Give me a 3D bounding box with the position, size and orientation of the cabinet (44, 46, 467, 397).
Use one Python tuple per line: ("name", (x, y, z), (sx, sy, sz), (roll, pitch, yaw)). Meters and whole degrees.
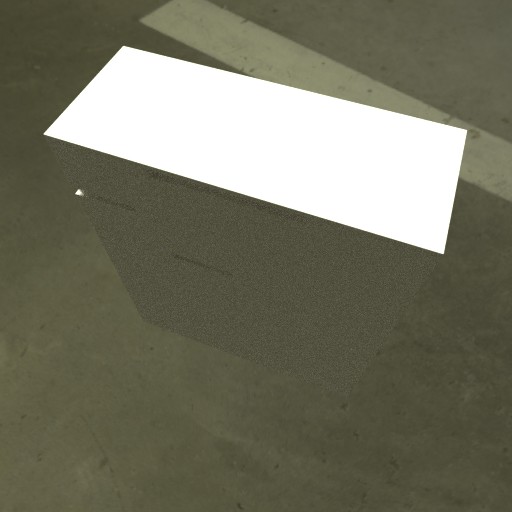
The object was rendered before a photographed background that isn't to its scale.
("cabinet", (0.000, 0.000, 1.631), (1.000, 1.190, 0.400), (18, 60, 11))
